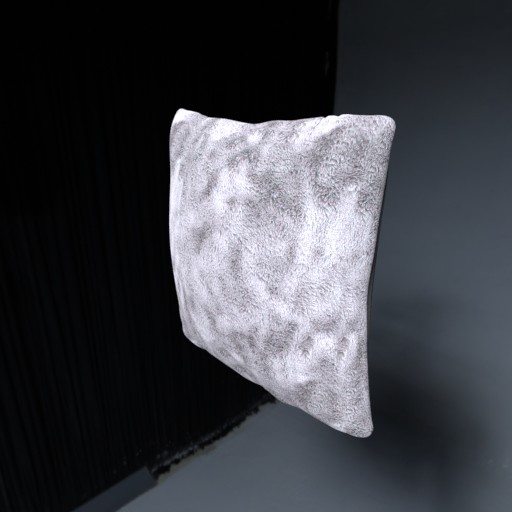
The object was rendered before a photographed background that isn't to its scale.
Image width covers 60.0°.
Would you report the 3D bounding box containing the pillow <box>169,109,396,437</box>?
[{"bbox_3d":[0.000,0.000,0.819,0.204,0.520,0.522,-16,24,-40],"label":"pillow"}]
